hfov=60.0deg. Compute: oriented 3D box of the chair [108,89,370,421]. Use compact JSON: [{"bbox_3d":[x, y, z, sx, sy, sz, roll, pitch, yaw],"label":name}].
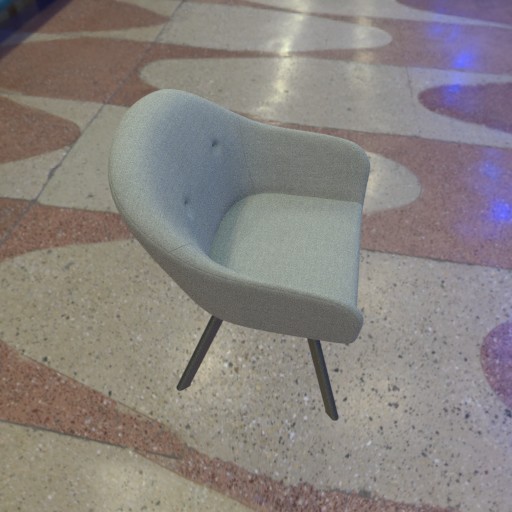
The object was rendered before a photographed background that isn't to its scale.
[{"bbox_3d":[0.000,0.000,1.165,0.570,0.780,0.540,8,48,8],"label":"chair"}]
